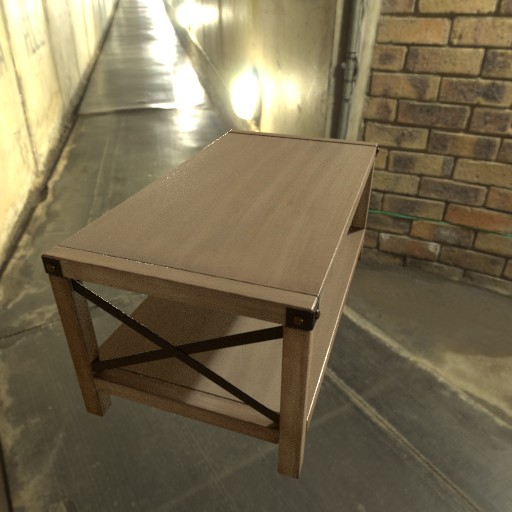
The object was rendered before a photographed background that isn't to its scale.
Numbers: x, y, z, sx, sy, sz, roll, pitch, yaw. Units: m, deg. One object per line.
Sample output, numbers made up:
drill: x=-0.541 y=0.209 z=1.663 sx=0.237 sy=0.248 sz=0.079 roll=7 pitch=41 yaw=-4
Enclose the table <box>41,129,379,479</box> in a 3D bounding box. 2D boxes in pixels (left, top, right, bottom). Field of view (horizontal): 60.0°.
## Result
table: x=0.000 y=0.000 z=1.310 sx=0.559 sy=0.456 sz=1.016 roll=10 pitch=32 yaw=16
